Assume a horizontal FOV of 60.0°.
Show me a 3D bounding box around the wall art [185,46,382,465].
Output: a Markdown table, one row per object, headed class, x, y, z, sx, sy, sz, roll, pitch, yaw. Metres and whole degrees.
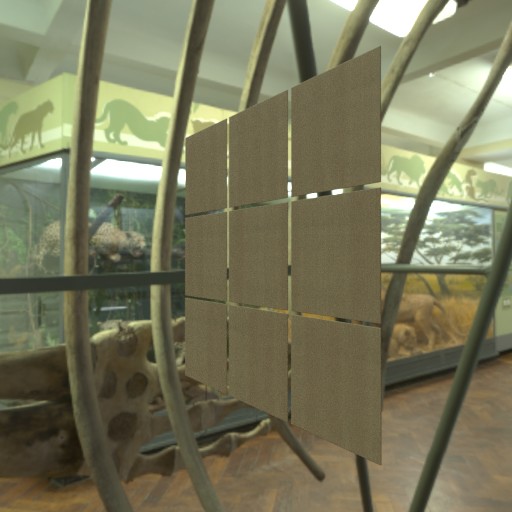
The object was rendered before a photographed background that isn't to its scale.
| class | x | y | z | sx | sy | sz | roll | pitch | yaw |
| --- | --- | --- | --- | --- | --- | --- | --- | --- | --- |
| wall art | 0.000 | 0.000 | 2.200 | 0.002 | 1.505 | 1.517 | 0 | 0 | -36 |
